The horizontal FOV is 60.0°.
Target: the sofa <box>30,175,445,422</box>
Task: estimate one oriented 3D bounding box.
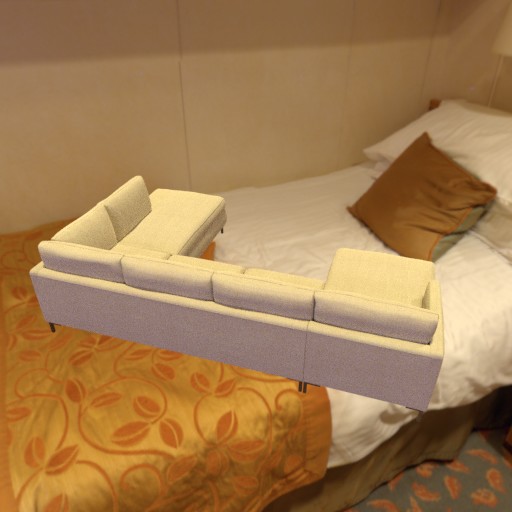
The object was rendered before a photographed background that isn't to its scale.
[{"bbox_3d":[0.000,0.000,3.534,2.737,0.756,1.879,9,34,15],"label":"sofa"}]
